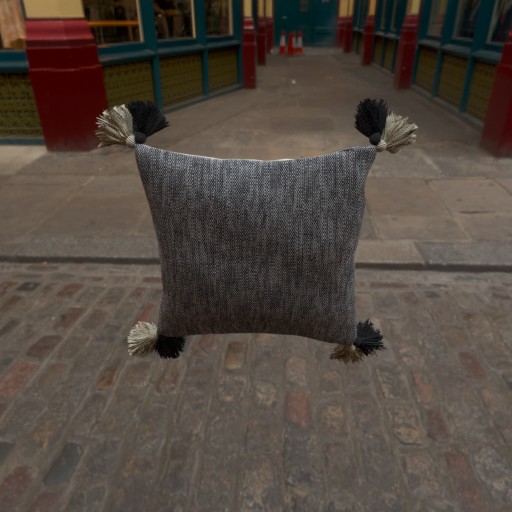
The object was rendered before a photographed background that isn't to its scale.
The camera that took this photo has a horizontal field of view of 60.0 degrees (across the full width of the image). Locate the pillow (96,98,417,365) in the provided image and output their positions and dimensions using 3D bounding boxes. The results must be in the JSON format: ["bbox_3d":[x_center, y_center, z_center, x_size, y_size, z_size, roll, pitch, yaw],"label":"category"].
[{"bbox_3d":[0.000,0.000,0.972,0.654,0.659,0.170,1,29,2],"label":"pillow"}]
